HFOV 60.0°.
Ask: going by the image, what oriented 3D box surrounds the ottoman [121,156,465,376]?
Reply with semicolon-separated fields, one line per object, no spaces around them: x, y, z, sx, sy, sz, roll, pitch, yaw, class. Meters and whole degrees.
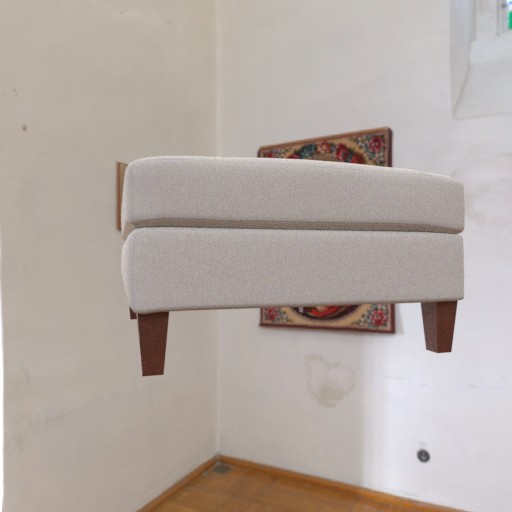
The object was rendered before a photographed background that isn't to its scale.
0.000;0.000;1.446;0.836;0.492;0.976;0;0;-17;ottoman
